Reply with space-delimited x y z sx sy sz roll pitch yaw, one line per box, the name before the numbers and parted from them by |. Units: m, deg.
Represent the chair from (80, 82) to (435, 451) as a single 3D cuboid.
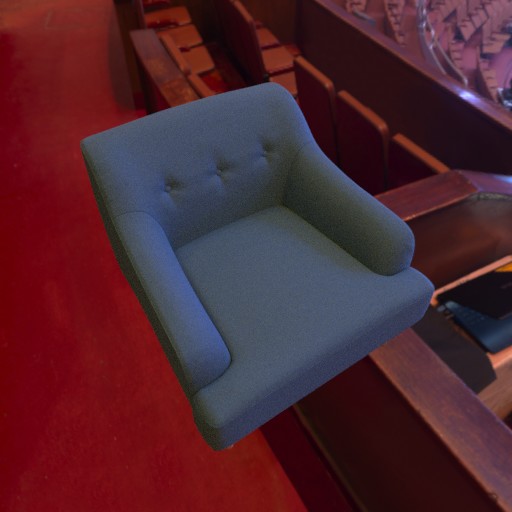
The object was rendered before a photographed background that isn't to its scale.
chair | 0.000 0.000 1.633 0.946 0.818 0.951 -26 51 -23
